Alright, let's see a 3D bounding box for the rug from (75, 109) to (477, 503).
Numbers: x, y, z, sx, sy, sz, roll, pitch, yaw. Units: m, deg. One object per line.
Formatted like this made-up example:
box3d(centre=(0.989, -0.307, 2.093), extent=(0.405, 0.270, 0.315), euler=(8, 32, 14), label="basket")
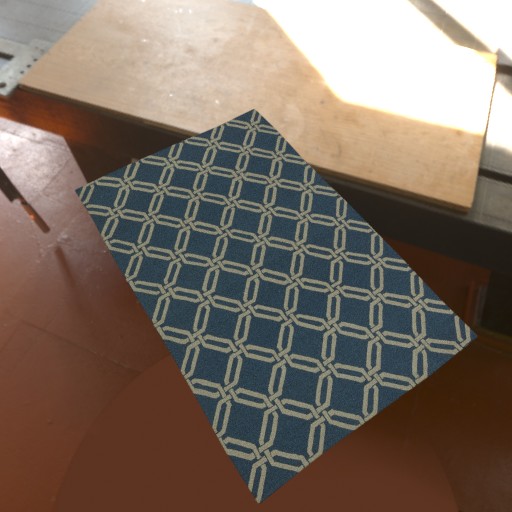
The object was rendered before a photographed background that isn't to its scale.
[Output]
box3d(centre=(0.000, 0.000, 2.125), extent=(1.153, 0.010, 1.755), euler=(-30, 63, -17), label="rug")
